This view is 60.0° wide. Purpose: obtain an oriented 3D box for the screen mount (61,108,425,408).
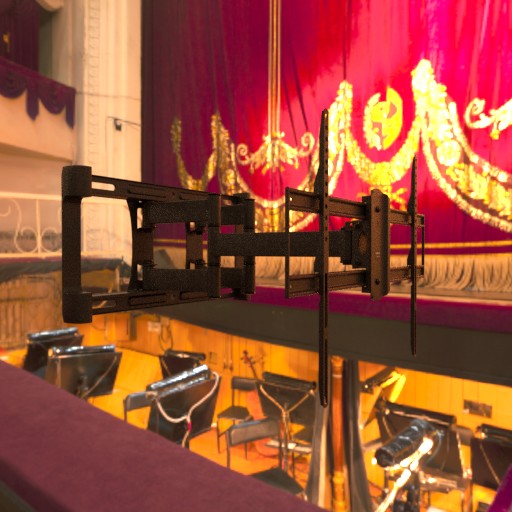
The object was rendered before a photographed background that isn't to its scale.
[{"bbox_3d":[0.000,0.000,1.098,0.644,0.491,0.661,1,1,38],"label":"screen mount"}]
